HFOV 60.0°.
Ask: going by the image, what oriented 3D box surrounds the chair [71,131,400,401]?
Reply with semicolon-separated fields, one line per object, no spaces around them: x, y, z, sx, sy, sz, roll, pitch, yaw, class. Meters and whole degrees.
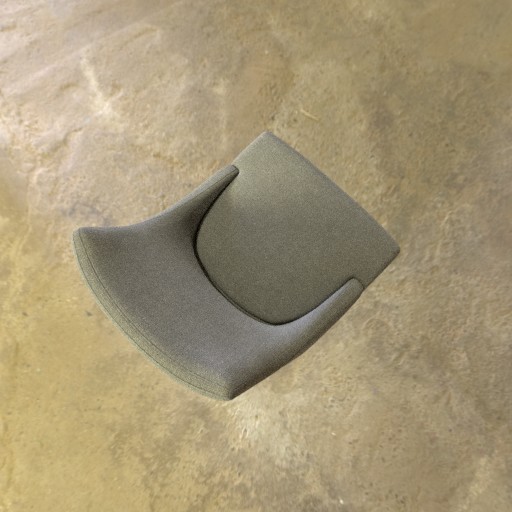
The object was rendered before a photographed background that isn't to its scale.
0.000;0.000;1.506;0.701;0.909;0.861;44;79;11;chair
